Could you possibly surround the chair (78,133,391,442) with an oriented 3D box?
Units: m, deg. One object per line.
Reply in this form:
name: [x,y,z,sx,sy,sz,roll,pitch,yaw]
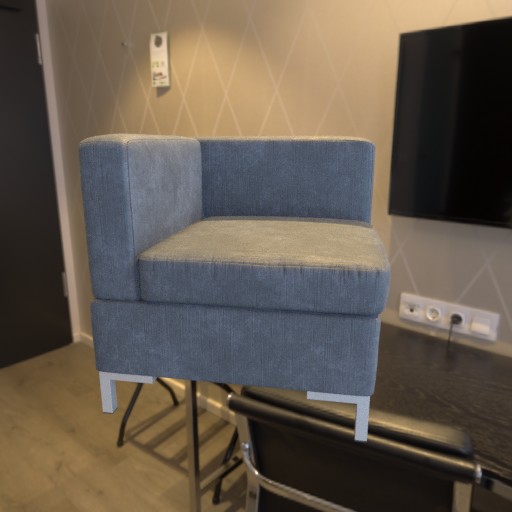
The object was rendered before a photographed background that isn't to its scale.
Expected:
chair: [0.000,0.000,1.249,0.680,0.660,0.680,3,15,10]
